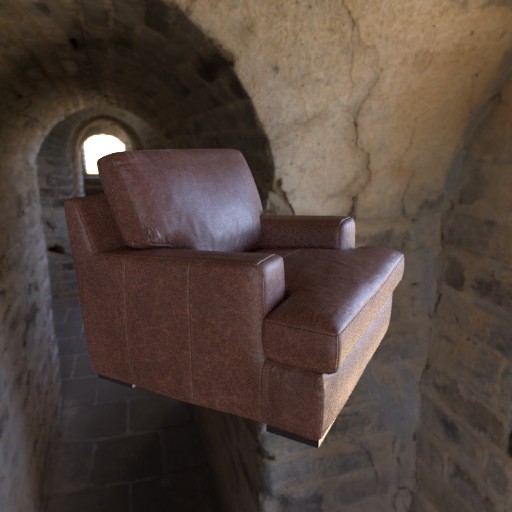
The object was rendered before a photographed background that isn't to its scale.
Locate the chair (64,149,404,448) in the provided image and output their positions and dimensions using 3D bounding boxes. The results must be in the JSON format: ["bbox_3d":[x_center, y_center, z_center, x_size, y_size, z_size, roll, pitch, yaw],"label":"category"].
[{"bbox_3d":[0.000,0.000,2.013,1.143,0.939,1.168,7,16,27],"label":"chair"}]
